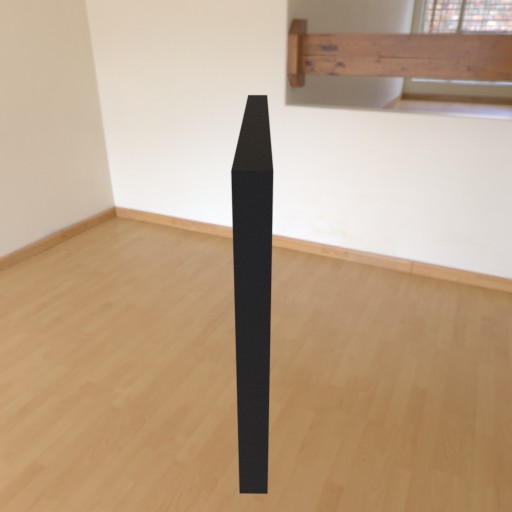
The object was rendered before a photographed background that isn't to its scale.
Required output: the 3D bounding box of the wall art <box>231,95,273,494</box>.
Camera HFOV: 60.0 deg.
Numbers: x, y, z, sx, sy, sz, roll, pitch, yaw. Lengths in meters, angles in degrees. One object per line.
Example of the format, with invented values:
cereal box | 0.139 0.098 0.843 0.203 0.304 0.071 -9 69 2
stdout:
wall art | 0.000 0.000 0.541 0.028 0.325 0.397 0 27 1
